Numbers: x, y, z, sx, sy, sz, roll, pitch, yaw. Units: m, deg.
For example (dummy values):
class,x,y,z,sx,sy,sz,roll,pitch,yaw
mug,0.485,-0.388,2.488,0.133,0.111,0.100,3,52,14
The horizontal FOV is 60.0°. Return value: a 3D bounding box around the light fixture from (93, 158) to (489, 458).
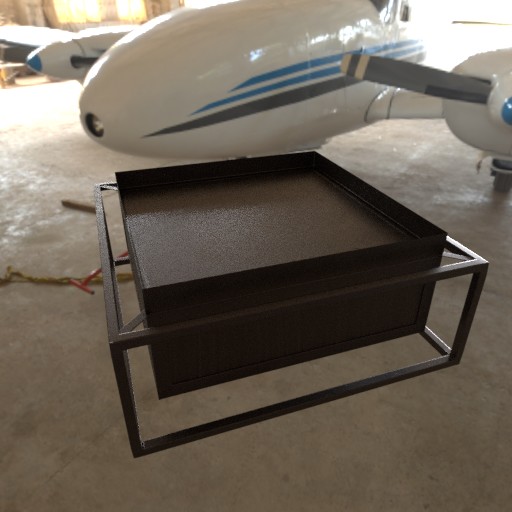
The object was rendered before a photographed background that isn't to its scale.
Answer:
class,x,y,z,sx,sy,sz,roll,pitch,yaw
light fixture,0.000,0.000,0.682,0.441,0.191,0.441,-10,31,-17
